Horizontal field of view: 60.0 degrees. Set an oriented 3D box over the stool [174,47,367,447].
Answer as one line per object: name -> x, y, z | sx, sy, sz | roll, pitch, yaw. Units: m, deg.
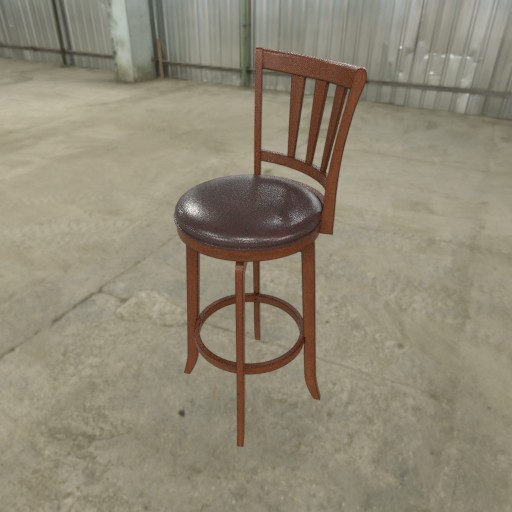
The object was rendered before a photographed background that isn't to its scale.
stool -> 0.000, 0.000, 1.448 | 0.503, 1.177, 0.464 | -20, 37, -29
